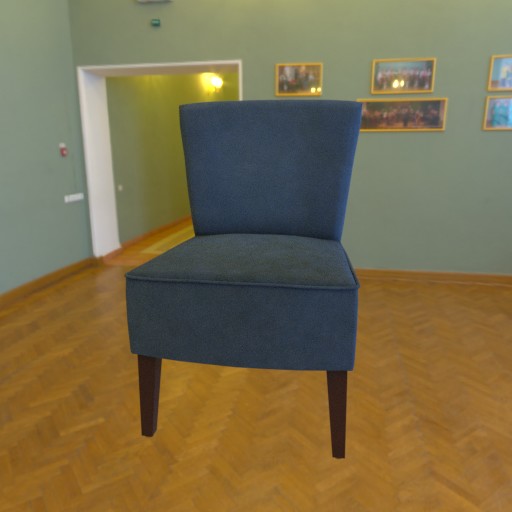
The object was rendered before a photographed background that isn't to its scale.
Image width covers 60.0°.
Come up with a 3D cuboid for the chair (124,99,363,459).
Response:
[{"bbox_3d":[0.000,0.000,1.142,0.521,0.806,0.551,2,14,9],"label":"chair"}]
